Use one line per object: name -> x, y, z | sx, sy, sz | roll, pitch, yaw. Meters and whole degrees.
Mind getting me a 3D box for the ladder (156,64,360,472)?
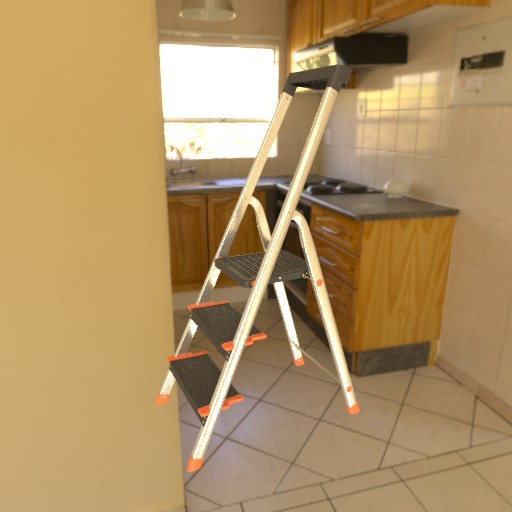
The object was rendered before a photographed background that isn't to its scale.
ladder -> 0.000, 0.000, 1.548 | 0.686, 1.229, 0.416 | -8, 19, -25
